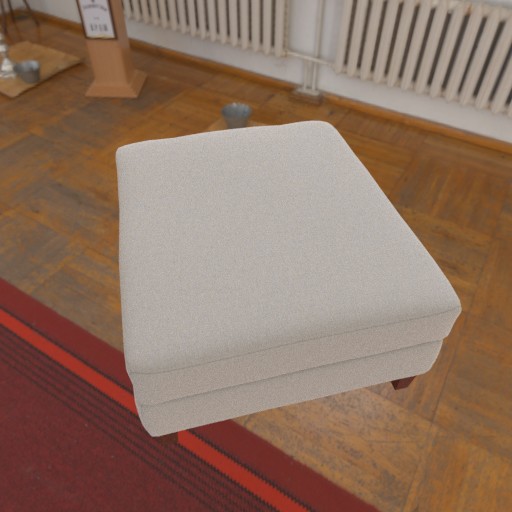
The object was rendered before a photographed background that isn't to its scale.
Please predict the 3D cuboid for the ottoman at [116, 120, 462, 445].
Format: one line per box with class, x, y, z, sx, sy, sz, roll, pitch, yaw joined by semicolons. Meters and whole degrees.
ottoman;0.000;0.000;1.470;0.836;0.492;0.976;-10;46;-10
